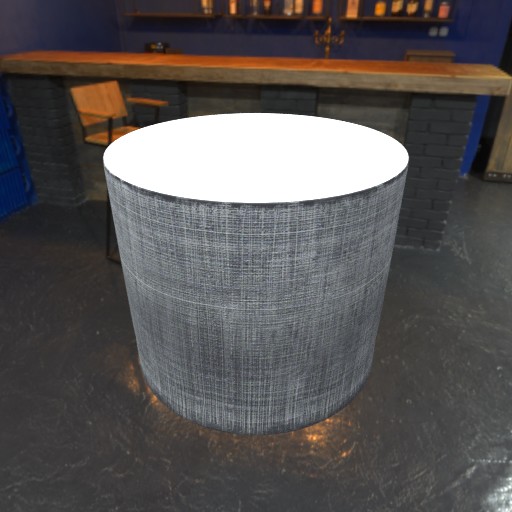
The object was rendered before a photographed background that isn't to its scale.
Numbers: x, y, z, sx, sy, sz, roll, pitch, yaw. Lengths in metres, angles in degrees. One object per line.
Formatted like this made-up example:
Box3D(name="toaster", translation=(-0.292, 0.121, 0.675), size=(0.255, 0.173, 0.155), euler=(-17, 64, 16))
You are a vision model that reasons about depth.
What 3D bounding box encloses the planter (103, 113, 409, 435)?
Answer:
Box3D(name="planter", translation=(0.000, 0.000, 0.438), size=(0.254, 0.221, 0.254), euler=(0, 30, 0))
